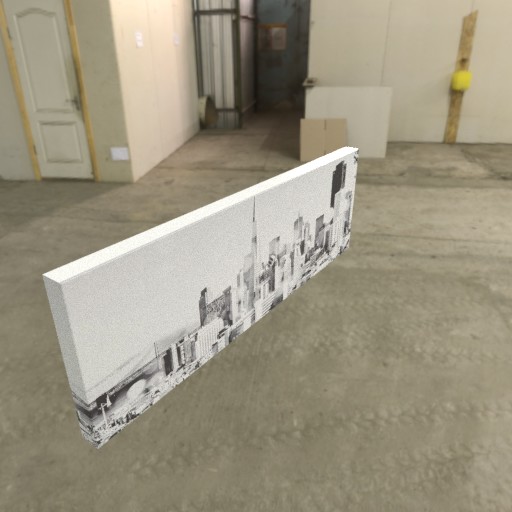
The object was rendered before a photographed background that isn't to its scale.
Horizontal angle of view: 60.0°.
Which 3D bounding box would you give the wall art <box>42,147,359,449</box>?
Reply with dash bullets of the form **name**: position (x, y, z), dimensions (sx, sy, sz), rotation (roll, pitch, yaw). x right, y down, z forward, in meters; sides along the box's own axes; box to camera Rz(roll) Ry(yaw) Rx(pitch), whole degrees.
- **wall art**: position (0.000, 0.000, 0.821), dimensions (0.036, 0.256, 0.766), rotation (18, 32, 32)
